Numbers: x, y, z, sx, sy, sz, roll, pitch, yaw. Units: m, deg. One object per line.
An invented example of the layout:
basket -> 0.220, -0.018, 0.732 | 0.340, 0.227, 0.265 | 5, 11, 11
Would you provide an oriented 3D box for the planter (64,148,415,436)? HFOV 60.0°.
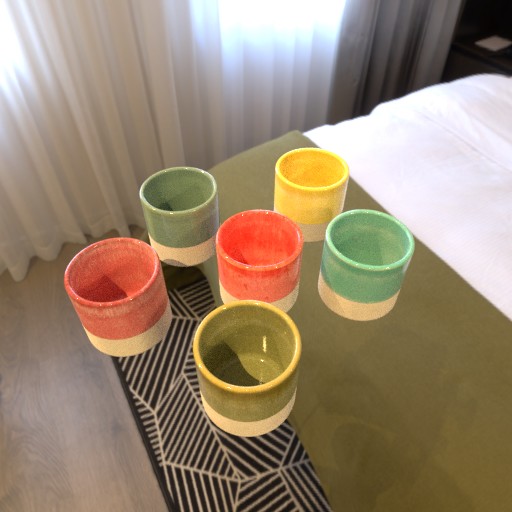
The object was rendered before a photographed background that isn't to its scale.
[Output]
planter -> 0.000, 0.000, 0.415 | 0.257, 0.075, 0.286 | 23, 50, 21
